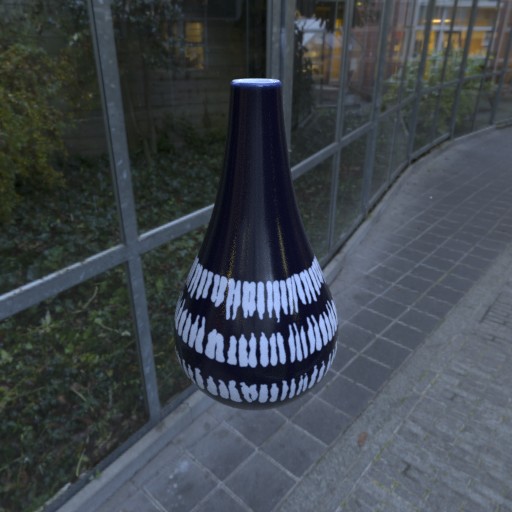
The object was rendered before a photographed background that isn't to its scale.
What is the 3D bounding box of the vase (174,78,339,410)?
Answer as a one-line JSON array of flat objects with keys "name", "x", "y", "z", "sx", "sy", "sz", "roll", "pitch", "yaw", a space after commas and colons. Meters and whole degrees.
[{"name": "vase", "x": 0.000, "y": 0.000, "z": 0.399, "sx": 0.159, "sy": 0.295, "sz": 0.159, "roll": 0, "pitch": 26, "yaw": 0}]
